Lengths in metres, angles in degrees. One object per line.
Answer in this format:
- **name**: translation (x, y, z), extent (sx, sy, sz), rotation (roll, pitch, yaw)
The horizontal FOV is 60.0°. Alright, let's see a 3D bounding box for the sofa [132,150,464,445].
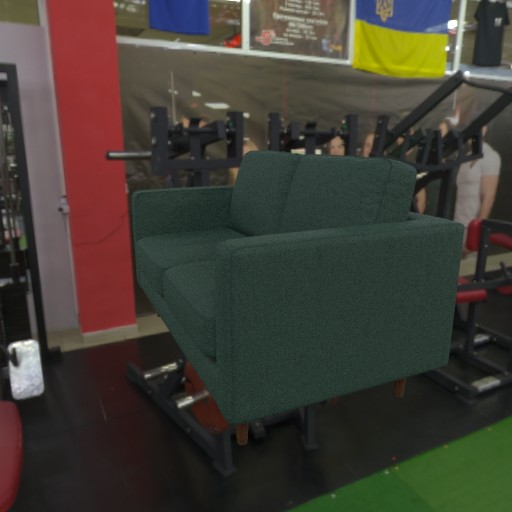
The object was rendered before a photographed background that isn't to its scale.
- **sofa**: translation (0.000, 0.000, 1.982), extent (0.879, 0.899, 1.430), rotation (-7, 16, -24)
